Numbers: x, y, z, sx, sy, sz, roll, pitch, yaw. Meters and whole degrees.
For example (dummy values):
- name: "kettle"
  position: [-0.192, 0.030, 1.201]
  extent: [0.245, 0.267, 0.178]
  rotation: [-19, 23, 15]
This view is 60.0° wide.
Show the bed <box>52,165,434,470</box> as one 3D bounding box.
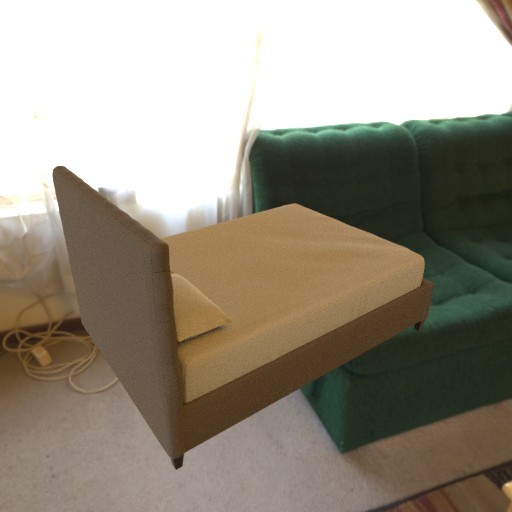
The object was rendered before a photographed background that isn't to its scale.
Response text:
- name: "bed"
  position: [0.000, 0.000, 3.447]
  extent: [2.387, 1.427, 1.698]
  rotation: [-18, 31, -32]
